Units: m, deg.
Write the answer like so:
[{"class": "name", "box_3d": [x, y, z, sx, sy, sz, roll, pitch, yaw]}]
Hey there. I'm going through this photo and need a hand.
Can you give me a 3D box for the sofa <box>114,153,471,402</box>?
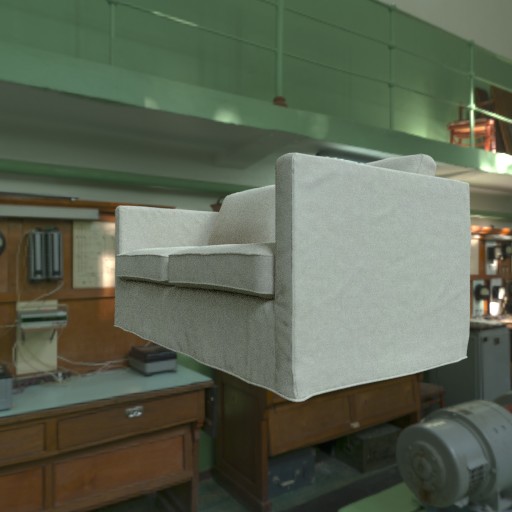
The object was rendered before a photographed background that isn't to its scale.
[{"class": "sofa", "box_3d": [0.000, 0.000, 2.207, 0.962, 0.835, 1.719, 0, 0, -34]}]
